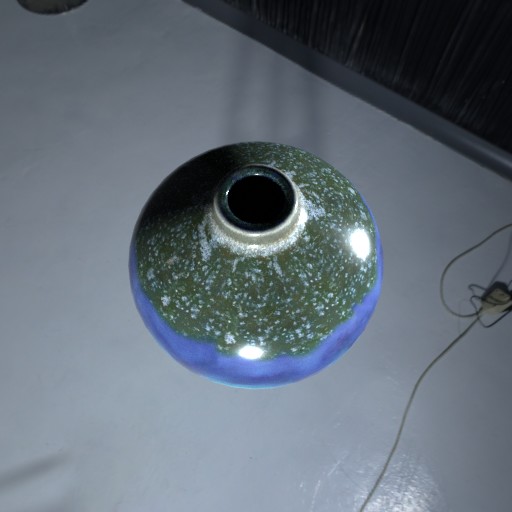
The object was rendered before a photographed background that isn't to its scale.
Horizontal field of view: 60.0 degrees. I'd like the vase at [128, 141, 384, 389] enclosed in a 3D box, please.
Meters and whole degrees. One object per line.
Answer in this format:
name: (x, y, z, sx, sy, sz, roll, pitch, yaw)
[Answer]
vase: (0.000, 0.000, 0.269, 0.154, 0.133, 0.154, 0, 65, 0)
